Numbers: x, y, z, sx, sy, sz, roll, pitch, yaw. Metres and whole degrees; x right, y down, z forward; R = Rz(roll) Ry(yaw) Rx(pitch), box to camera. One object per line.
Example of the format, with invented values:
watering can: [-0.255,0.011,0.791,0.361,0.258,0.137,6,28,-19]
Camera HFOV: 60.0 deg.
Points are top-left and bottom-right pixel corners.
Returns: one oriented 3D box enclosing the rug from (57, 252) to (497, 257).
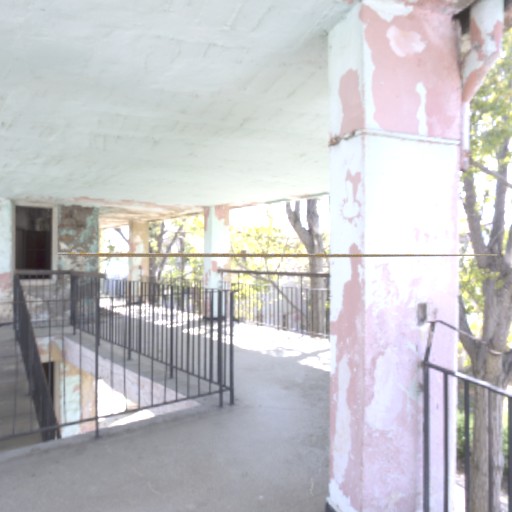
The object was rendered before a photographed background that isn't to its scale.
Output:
rug: [0.000,0.000,4.021,3.037,0.011,2.433,0,0,-17]
